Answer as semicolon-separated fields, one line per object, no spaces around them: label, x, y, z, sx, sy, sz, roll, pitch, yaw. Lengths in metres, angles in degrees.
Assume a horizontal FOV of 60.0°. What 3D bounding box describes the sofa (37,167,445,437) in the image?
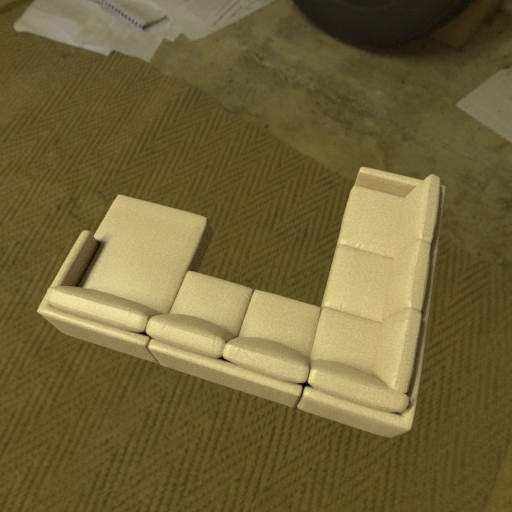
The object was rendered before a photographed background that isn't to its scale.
sofa;0.000;0.000;4.595;3.460;0.961;2.594;15;63;8
